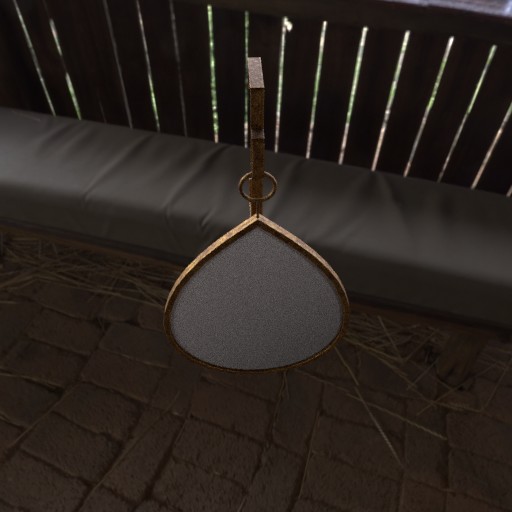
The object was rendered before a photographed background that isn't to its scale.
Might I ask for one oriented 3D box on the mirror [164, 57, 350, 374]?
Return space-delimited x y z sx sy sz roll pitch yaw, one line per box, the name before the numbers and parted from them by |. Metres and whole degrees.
mirror | 0.000 0.000 0.899 0.405 0.744 0.144 -2 47 -2
